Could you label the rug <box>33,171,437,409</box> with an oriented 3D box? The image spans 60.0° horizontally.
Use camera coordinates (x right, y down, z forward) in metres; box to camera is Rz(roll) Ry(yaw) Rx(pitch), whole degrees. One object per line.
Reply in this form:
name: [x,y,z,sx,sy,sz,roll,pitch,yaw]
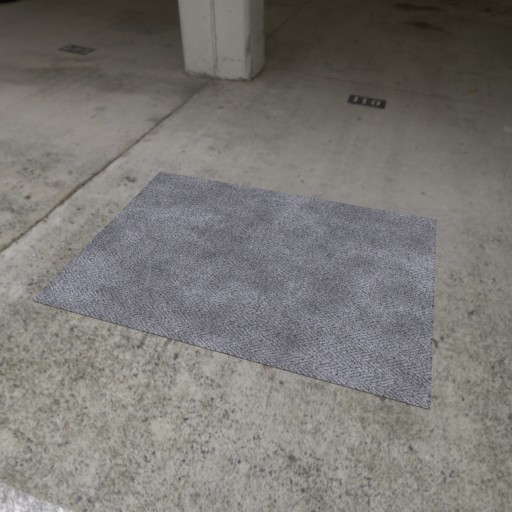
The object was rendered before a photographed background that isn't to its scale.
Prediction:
rug: [0.000,0.000,2.908,2.235,0.008,1.600,12,42,14]
